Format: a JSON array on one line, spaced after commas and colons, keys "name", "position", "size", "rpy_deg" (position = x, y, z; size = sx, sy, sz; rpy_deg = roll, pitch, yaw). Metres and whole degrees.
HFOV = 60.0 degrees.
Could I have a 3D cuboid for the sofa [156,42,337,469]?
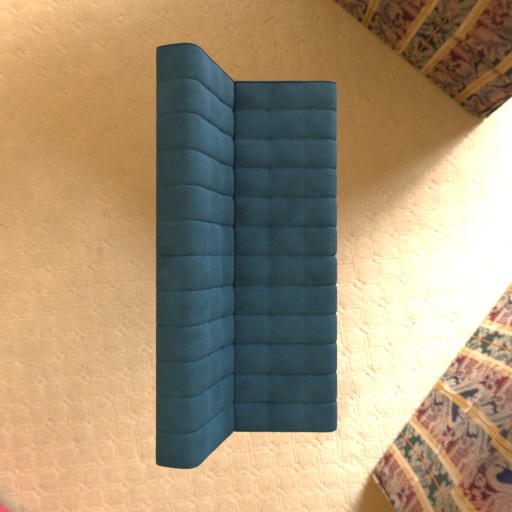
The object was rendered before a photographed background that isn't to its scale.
[{"name": "sofa", "position": [0.000, 0.000, 2.268], "size": [0.855, 0.813, 1.804], "rpy_deg": [0, 90, 1]}]
